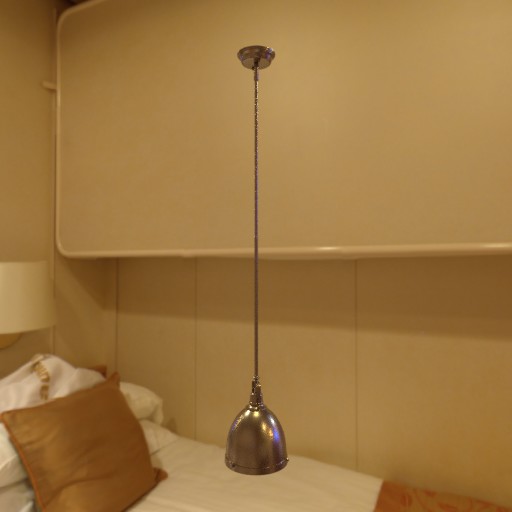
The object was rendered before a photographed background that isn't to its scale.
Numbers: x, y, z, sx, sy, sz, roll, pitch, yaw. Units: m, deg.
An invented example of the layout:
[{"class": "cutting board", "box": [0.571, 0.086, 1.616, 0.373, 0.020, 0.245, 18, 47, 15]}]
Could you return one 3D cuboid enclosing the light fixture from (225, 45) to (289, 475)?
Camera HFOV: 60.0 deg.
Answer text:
[{"class": "light fixture", "box": [0.000, 0.000, 1.497, 0.211, 1.367, 0.217, 0, -1, -18]}]
